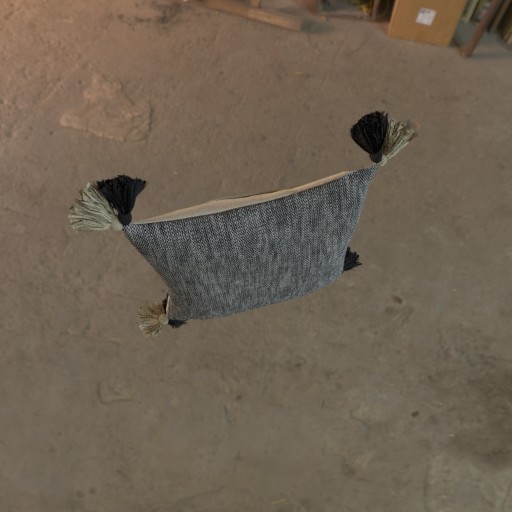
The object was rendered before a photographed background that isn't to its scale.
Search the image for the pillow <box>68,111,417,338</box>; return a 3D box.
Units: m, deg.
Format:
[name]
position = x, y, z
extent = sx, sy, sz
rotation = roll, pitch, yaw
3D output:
[pillow]
position = 0.000, 0.000, 0.993
extent = 0.654, 0.659, 0.170
rotation = -14, 64, -7
